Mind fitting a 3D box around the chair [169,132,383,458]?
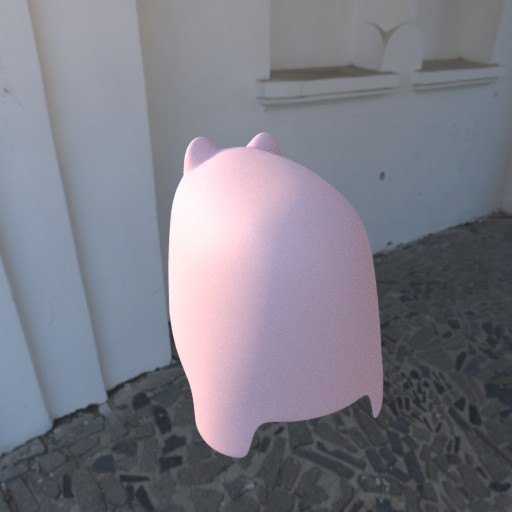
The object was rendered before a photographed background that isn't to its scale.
[{"bbox_3d":[0.000,0.000,0.885,0.364,0.423,0.619,-9,28,-17],"label":"chair"}]
